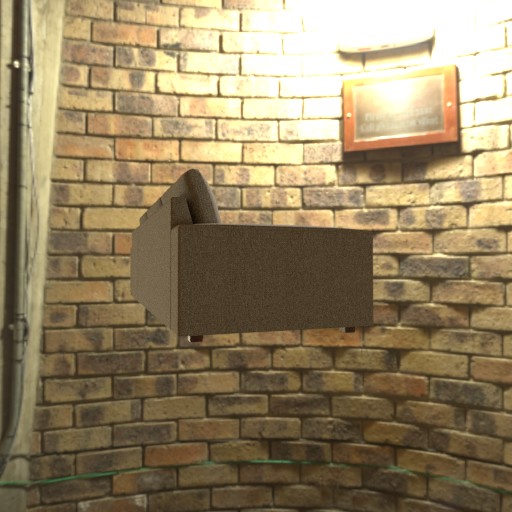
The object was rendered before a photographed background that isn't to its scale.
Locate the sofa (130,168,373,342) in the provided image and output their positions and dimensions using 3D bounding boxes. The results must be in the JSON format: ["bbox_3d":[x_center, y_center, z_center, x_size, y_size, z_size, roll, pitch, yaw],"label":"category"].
[{"bbox_3d":[0.000,0.000,3.446,1.689,0.813,2.718,0,-1,-20],"label":"sofa"}]
